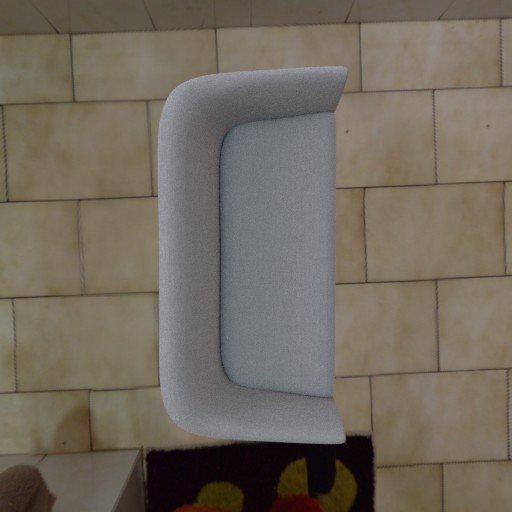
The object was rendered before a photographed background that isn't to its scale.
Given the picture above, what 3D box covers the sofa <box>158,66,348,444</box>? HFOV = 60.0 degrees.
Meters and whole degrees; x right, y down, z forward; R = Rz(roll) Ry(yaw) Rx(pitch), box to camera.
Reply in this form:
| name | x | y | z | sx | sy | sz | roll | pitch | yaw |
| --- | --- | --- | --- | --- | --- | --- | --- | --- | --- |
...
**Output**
| name | x | y | z | sx | sy | sz | roll | pitch | yaw |
| --- | --- | --- | --- | --- | --- | --- | --- | --- | --- |
| sofa | 0.000 | 0.000 | 1.907 | 0.705 | 0.721 | 1.452 | 0 | 92 | -1 |
